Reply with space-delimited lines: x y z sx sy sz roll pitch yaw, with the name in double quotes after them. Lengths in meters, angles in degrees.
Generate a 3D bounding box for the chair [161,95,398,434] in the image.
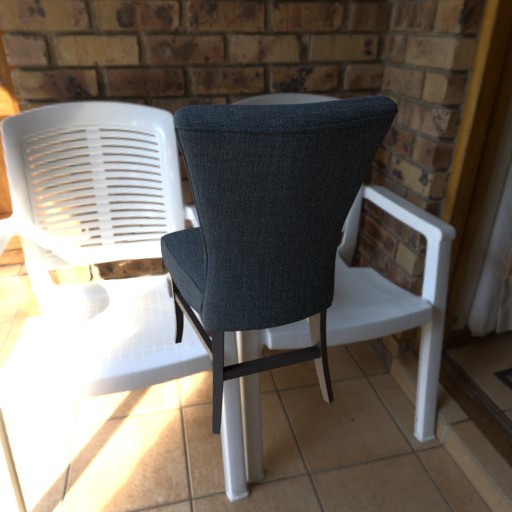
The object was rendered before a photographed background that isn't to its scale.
0.000 0.000 1.383 0.520 0.991 0.660 -9 29 -17 "chair"
